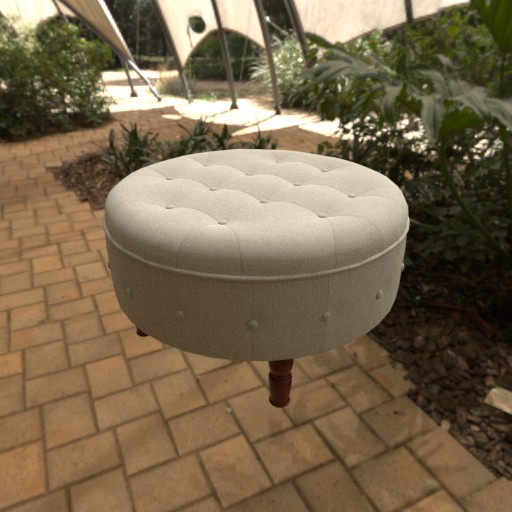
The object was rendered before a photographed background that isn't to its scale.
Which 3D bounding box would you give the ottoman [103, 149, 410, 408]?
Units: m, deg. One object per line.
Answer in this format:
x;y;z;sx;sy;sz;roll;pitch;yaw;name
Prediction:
0.000;0.000;1.357;0.850;0.483;0.850;0;27;0;ottoman
